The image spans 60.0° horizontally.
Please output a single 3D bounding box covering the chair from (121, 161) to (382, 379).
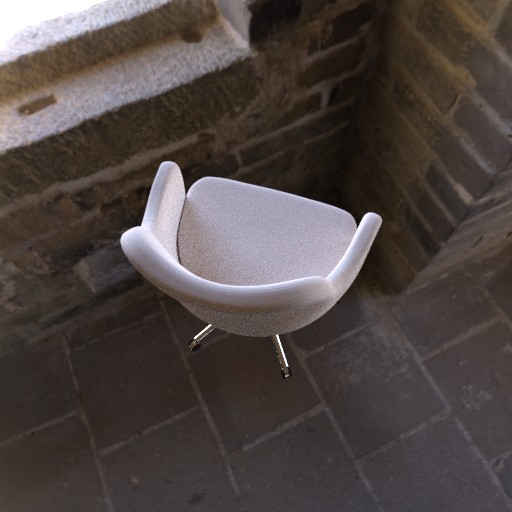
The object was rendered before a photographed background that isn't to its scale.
[{"bbox_3d":[0.000,0.000,1.261,0.602,0.819,0.647,16,63,8],"label":"chair"}]
